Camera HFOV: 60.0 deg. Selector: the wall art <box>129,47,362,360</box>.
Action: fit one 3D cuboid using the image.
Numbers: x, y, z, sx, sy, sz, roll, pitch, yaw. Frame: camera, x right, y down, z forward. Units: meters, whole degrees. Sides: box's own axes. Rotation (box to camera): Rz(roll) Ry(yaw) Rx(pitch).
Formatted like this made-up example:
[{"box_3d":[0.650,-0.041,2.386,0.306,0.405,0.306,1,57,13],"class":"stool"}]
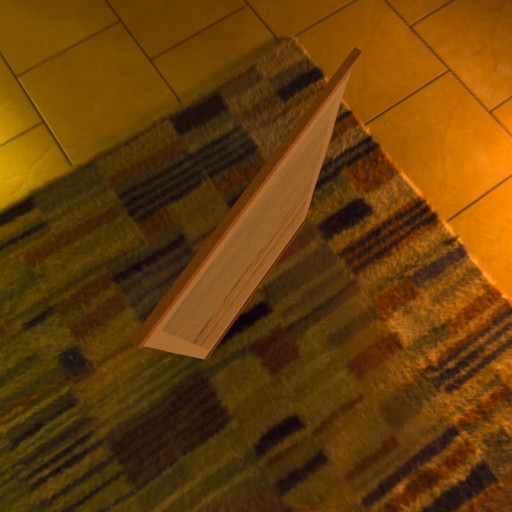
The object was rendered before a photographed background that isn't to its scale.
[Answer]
[{"box_3d":[0.000,0.000,1.895,0.025,1.521,1.011,34,78,8],"class":"wall art"}]
